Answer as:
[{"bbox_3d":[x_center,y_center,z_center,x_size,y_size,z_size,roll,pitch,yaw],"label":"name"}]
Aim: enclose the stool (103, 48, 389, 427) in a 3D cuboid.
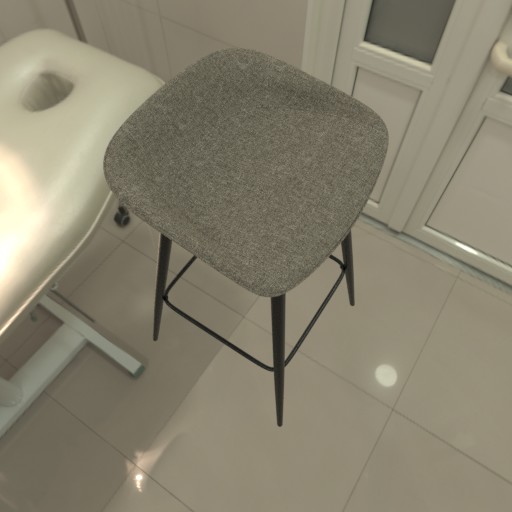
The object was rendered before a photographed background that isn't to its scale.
[{"bbox_3d":[0.000,0.000,1.088,0.480,0.814,0.469,30,63,17],"label":"stool"}]
